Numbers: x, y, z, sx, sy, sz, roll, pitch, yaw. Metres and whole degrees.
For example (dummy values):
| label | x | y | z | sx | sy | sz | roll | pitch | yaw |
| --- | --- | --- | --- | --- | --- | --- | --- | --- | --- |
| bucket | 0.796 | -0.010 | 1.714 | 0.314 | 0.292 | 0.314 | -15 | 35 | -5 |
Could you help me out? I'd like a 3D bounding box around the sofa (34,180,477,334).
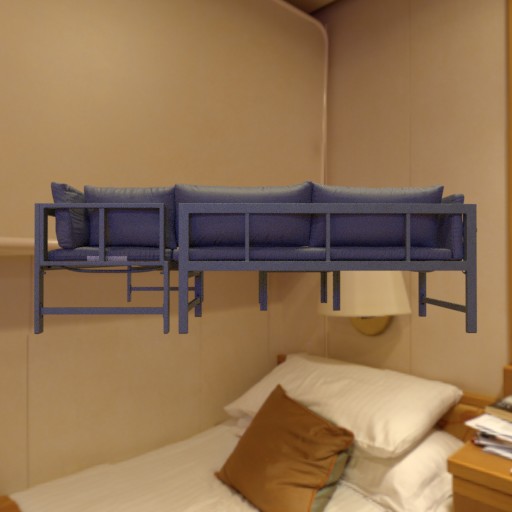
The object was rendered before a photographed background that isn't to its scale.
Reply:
| label | x | y | z | sx | sy | sz | roll | pitch | yaw |
| --- | --- | --- | --- | --- | --- | --- | --- | --- | --- |
| sofa | 0.000 | 0.000 | 2.970 | 2.149 | 0.762 | 1.658 | 0 | 0 | -1 |
